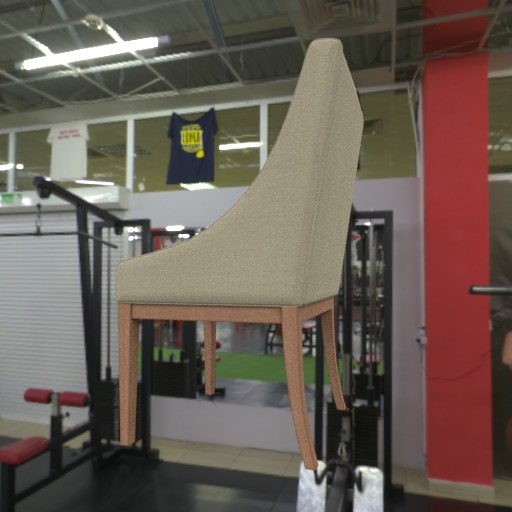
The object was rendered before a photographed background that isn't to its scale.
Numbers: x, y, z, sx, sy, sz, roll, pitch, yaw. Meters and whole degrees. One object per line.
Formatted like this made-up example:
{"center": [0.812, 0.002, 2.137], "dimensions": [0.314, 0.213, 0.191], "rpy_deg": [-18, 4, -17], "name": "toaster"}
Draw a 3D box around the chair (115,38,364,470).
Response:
{"center": [0.000, 0.000, 1.365], "dimensions": [0.611, 1.021, 0.575], "rpy_deg": [-1, -2, 19], "name": "chair"}
